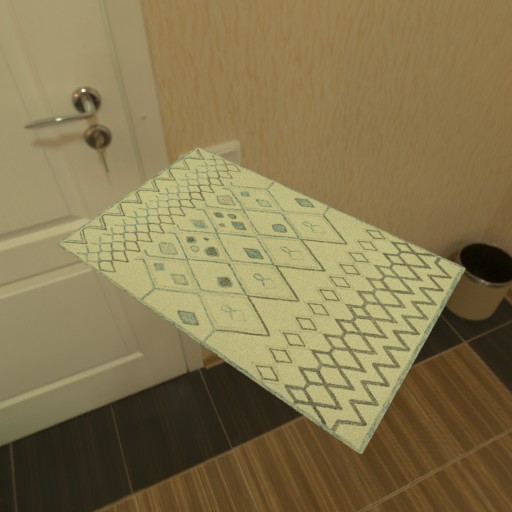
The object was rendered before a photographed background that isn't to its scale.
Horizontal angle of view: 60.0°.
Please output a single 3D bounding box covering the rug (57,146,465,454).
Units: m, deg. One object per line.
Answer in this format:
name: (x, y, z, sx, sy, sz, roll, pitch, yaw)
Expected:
rug: (0.000, 0.000, 3.105, 2.439, 0.015, 1.524, 29, 54, 24)
